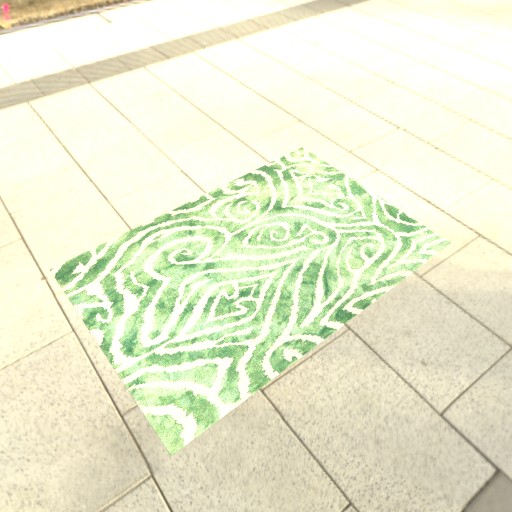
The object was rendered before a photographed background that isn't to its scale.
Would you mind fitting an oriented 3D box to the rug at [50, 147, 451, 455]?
[{"bbox_3d":[0.000,0.000,2.416,1.826,0.006,1.220,-31,54,-25],"label":"rug"}]
